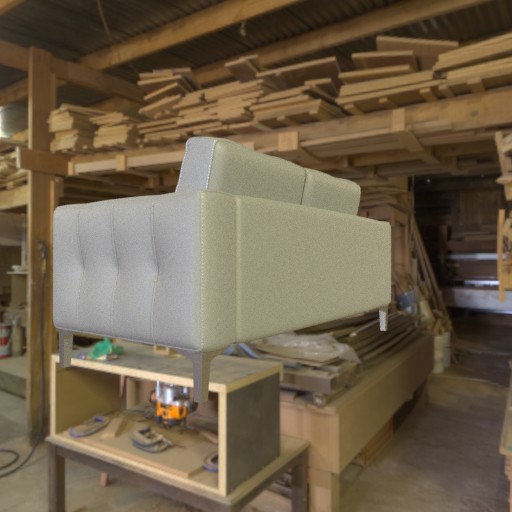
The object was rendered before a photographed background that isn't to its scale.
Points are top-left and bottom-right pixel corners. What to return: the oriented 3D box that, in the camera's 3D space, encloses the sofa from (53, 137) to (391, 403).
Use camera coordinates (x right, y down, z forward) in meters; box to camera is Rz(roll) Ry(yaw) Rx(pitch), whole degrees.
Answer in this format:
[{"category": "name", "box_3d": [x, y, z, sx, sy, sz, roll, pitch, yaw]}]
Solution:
[{"category": "sofa", "box_3d": [0.000, 0.000, 2.230, 0.833, 0.893, 1.726, 0, 0, 36]}]
